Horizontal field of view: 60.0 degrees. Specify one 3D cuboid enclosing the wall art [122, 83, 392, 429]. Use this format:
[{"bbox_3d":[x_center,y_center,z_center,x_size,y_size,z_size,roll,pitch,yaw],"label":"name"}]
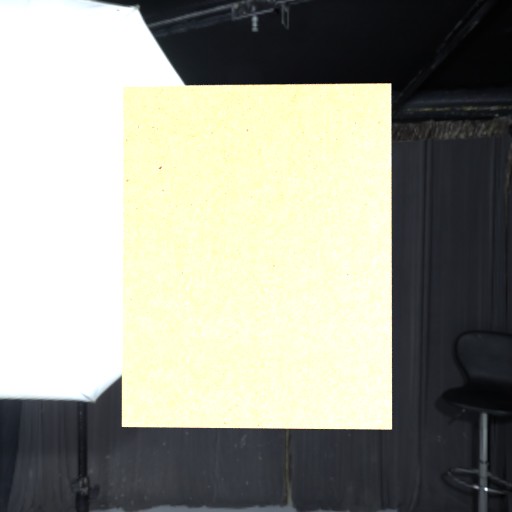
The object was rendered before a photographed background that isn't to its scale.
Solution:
[{"bbox_3d":[0.000,0.000,0.802,0.481,0.613,0.020,0,0,1],"label":"wall art"}]
